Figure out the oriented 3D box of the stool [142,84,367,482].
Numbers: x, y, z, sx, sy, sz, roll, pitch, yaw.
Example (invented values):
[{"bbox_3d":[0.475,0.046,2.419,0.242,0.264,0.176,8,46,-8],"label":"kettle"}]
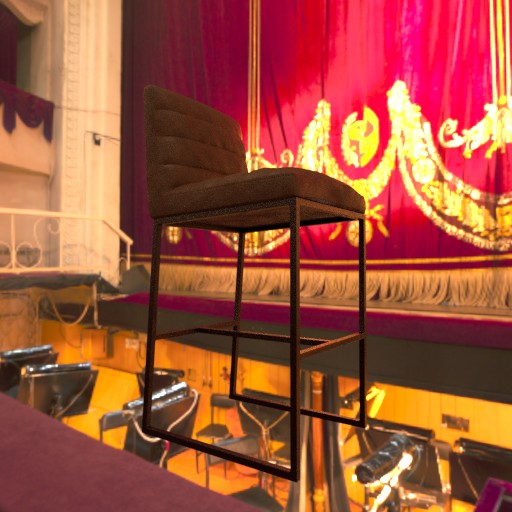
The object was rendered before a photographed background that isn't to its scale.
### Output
[{"bbox_3d":[0.000,0.000,1.371,0.562,1.065,0.463,-1,-2,35],"label":"stool"}]
